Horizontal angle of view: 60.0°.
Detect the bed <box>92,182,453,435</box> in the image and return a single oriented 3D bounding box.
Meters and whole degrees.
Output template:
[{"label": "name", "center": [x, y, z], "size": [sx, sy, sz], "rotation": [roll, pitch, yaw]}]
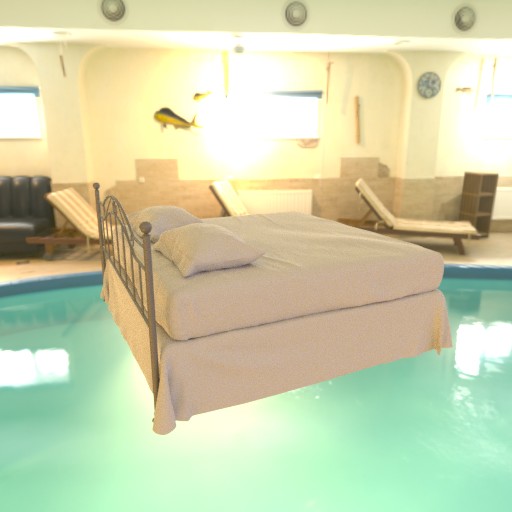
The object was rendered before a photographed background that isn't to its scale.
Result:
[{"label": "bed", "center": [0.000, 0.000, 3.542], "size": [2.220, 1.080, 2.309], "rotation": [-7, 17, -25]}]
